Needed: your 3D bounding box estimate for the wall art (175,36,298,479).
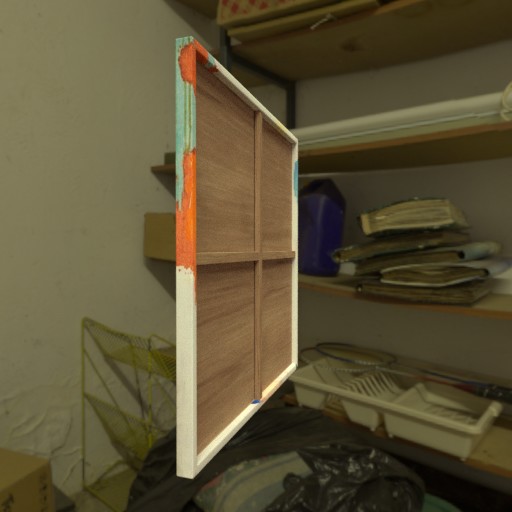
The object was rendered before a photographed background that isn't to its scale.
[{"bbox_3d":[0.000,0.000,1.502,0.044,1.017,1.017,0,1,19],"label":"wall art"}]
